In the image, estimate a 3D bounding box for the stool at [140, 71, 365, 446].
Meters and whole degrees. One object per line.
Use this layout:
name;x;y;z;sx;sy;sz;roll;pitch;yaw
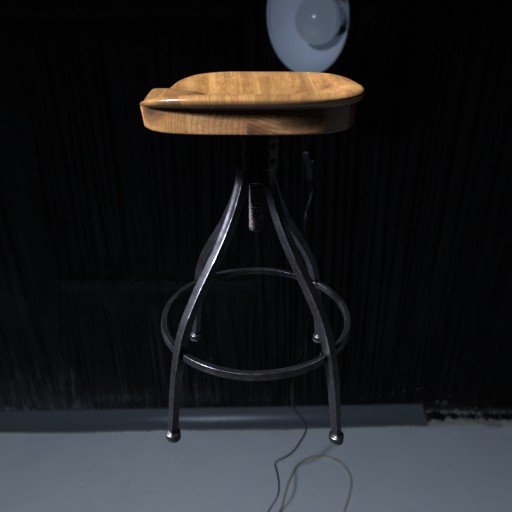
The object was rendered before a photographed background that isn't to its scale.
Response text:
stool;0.000;0.000;0.938;0.424;0.694;0.432;0;27;1
